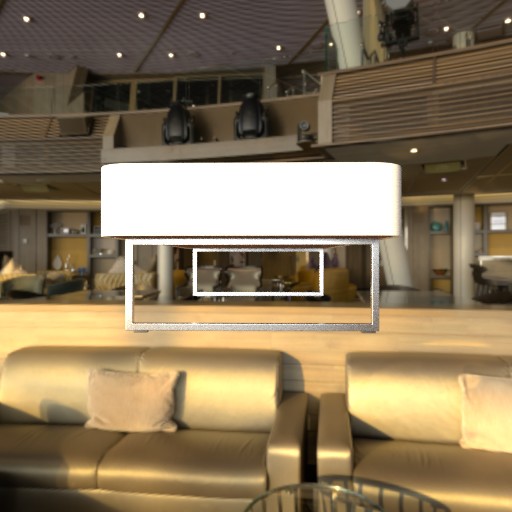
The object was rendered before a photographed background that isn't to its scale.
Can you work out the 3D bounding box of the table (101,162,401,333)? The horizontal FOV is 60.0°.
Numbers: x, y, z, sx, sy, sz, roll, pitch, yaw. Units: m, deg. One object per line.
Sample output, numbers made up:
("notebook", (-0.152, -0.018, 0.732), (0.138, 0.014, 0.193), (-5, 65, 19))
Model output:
("table", (0.000, 0.000, 1.426), (0.600, 0.340, 1.200), (0, 0, 1))
